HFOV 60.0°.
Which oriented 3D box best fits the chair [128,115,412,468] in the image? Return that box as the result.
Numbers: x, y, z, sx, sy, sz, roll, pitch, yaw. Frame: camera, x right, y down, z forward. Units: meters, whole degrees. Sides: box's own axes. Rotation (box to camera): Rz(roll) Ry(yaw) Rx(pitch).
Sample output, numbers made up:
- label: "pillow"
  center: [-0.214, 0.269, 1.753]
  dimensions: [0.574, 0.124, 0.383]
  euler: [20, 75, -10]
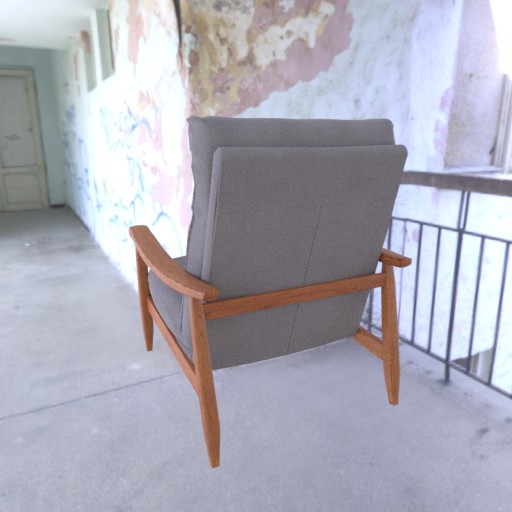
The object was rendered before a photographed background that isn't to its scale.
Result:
- label: "chair"
  center: [0.000, 0.000, 1.568]
  dimensions: [0.782, 0.922, 0.816]
  euler: [-8, 17, -25]
